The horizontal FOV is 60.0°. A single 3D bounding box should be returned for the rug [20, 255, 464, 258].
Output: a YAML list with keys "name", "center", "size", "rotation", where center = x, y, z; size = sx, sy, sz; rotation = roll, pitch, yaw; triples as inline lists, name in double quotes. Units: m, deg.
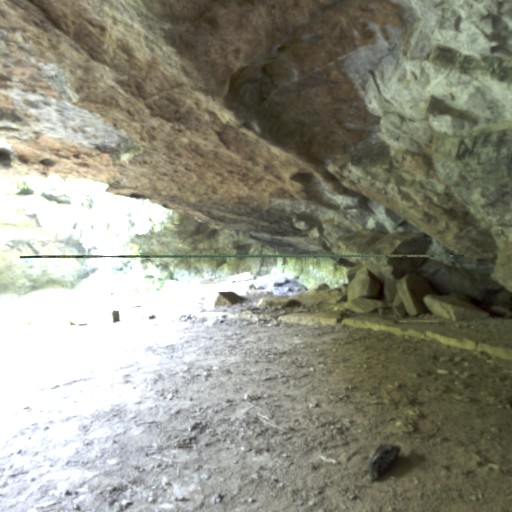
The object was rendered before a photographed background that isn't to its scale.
- name: "rug"
  center: [0.000, 0.000, 2.692]
  size: [2.441, 0.010, 0.744]
  rotation: [0, 0, -18]
